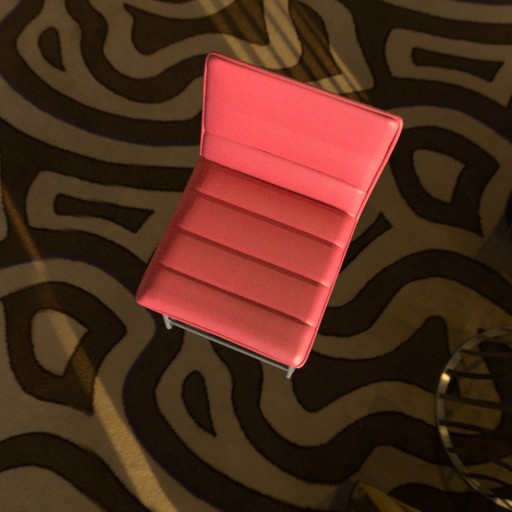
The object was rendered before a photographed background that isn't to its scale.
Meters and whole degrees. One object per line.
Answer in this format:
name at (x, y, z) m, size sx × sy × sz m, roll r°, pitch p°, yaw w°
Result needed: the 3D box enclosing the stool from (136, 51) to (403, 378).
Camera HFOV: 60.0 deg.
stool at (0.000, 0.000, 1.169) m, size 0.489 × 0.866 × 0.524 m, roll 21°, pitch 78°, yaw 5°
